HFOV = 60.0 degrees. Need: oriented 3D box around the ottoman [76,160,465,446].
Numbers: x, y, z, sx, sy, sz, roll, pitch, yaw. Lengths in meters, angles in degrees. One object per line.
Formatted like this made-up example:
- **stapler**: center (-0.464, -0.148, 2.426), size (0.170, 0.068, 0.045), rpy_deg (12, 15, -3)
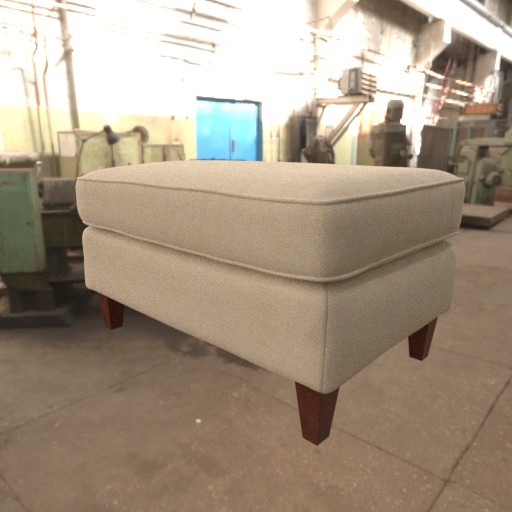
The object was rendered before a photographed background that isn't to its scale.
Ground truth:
- **ottoman**: center (0.000, 0.000, 1.166), size (0.862, 0.484, 0.583), rpy_deg (13, 19, 42)
